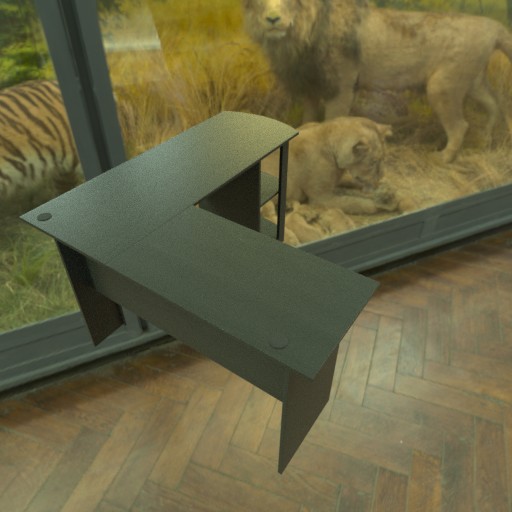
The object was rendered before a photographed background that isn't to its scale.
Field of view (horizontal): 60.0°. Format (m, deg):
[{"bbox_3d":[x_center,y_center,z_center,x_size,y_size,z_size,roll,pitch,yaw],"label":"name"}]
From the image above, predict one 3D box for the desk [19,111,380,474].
[{"bbox_3d":[0.000,0.000,2.098,1.303,0.716,1.361,24,45,26],"label":"desk"}]
